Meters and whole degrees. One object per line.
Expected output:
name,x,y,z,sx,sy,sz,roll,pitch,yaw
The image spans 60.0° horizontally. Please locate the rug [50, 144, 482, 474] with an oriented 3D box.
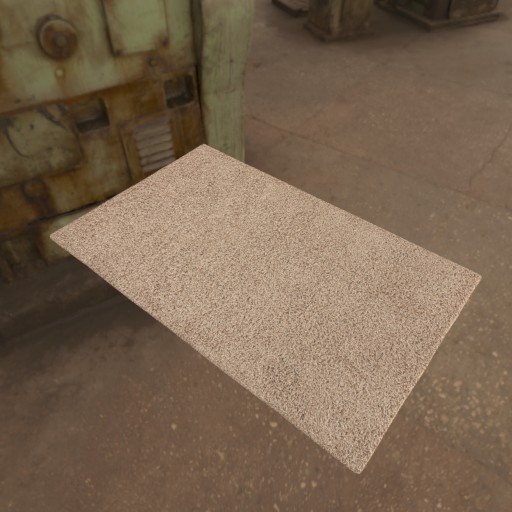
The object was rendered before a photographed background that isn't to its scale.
rug,0.000,0.000,2.918,2.438,0.030,1.524,30,53,26
